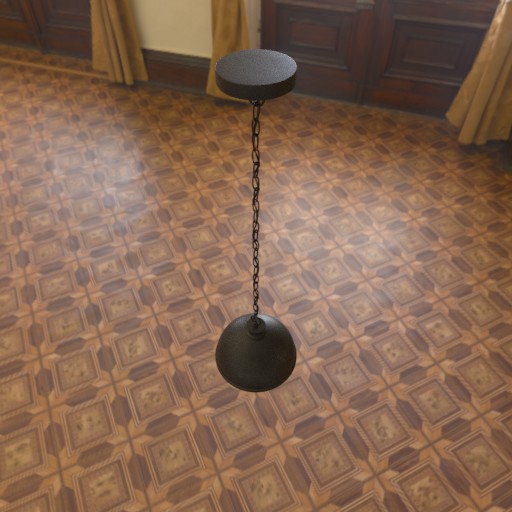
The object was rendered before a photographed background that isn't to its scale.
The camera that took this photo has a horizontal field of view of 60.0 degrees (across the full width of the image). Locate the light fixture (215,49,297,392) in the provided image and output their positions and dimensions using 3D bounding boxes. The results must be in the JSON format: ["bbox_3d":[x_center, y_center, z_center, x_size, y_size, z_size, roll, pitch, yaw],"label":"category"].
[{"bbox_3d":[0.000,0.000,1.263,0.304,1.090,0.304,25,52,21],"label":"light fixture"}]
